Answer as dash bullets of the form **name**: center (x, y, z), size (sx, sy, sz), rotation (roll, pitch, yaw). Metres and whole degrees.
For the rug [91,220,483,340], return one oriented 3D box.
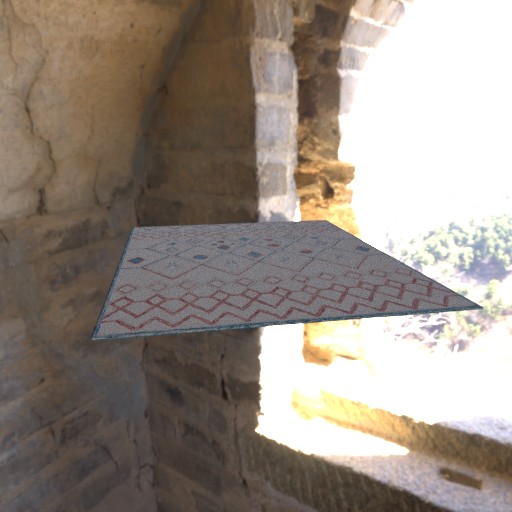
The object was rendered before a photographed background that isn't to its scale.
- **rug**: center (0.000, 0.000, 4.103), size (2.441, 0.016, 3.050), rotation (-3, 16, -10)
